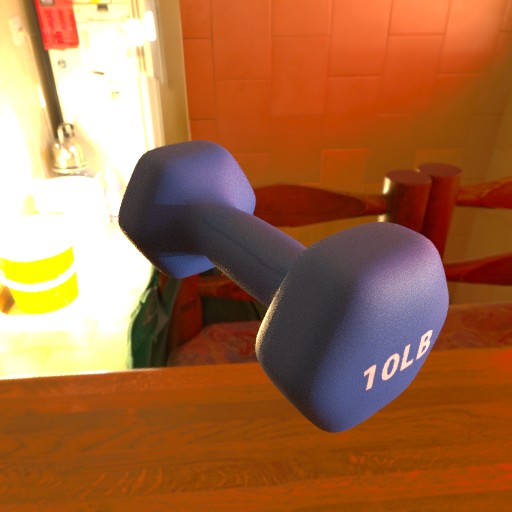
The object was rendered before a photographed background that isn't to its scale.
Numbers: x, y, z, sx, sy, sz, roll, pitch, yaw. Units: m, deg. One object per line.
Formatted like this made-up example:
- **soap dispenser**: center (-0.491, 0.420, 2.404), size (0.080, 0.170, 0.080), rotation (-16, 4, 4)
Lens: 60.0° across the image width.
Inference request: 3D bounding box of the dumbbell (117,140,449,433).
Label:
- **dumbbell**: center (0.000, 0.000, 0.263), size (0.103, 0.093, 0.212), rotation (-20, 36, -30)
